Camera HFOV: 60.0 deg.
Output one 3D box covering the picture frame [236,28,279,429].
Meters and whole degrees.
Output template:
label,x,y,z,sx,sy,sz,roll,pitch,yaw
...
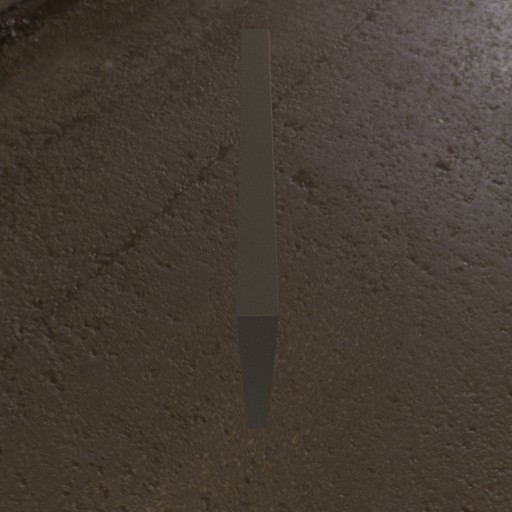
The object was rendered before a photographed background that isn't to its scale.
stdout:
label,x,y,z,sx,sy,sz,roll,pitch,yaw
picture frame,0.000,0.000,1.380,0.073,0.968,0.839,0,58,0
